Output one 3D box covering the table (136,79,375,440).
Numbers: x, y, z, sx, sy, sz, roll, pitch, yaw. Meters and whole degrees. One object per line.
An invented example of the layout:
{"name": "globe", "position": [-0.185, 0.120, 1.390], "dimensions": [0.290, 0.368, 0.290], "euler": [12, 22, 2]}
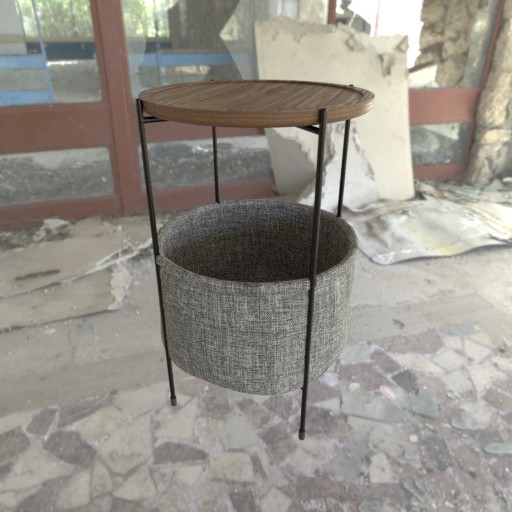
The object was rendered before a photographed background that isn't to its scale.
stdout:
{"name": "table", "position": [0.000, 0.000, 0.885], "dimensions": [0.400, 0.623, 0.400], "euler": [9, 29, 16]}
